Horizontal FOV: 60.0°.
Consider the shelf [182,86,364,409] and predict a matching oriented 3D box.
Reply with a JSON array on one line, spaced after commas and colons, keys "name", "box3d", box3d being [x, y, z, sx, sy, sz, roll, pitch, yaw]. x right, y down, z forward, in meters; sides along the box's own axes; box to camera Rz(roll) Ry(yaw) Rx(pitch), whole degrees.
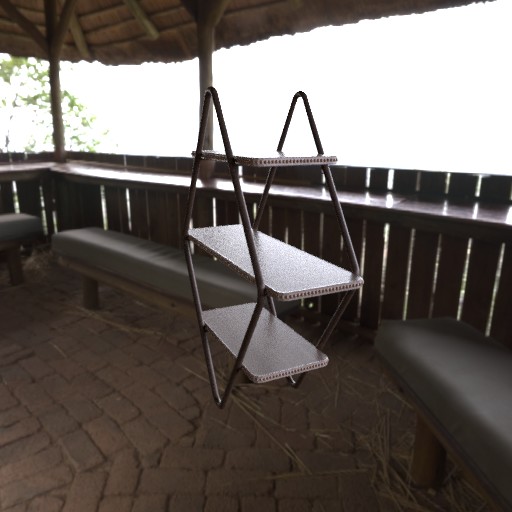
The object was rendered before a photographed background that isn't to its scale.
[{"name": "shelf", "box3d": [0.000, 0.000, 1.092, 0.234, 0.774, 0.609, -7, 17, -25]}]
